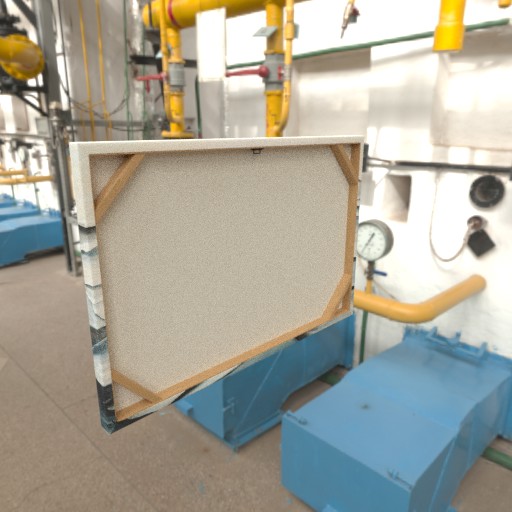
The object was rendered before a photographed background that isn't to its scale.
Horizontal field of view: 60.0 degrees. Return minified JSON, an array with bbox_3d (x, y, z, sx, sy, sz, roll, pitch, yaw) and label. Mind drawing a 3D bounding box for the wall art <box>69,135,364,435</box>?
[{"bbox_3d":[0.000,0.000,1.183,0.914,0.609,0.039,-15,22,-42],"label":"wall art"}]
